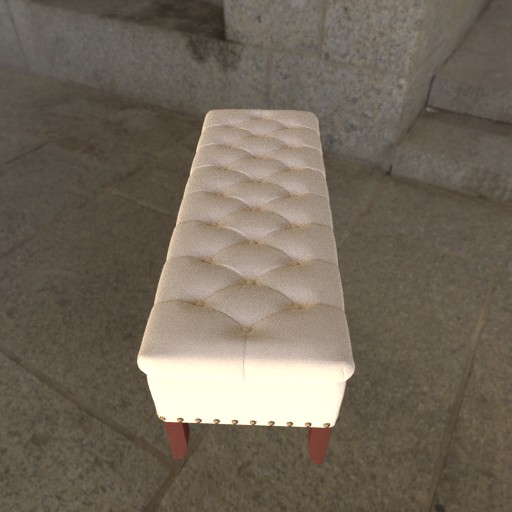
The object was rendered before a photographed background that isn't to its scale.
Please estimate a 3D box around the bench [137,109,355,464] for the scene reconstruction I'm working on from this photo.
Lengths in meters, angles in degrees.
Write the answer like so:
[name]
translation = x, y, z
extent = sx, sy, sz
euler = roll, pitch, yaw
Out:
[bench]
translation = 0.000, 0.000, 1.312
extent = 0.400, 0.470, 1.054
euler = 1, 42, 2
